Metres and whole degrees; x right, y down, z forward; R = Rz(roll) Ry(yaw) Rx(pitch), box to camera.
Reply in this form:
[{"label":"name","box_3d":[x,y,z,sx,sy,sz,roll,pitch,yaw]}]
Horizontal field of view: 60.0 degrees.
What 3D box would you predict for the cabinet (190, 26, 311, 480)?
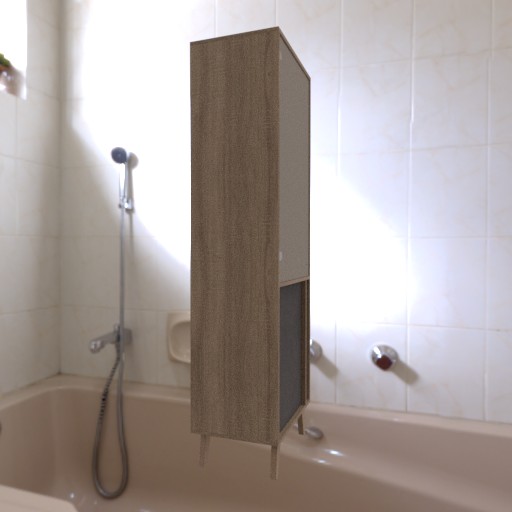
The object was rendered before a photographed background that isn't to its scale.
[{"label":"cabinet","box_3d":[0.000,0.000,2.124,0.400,1.850,0.570,0,1,20]}]
